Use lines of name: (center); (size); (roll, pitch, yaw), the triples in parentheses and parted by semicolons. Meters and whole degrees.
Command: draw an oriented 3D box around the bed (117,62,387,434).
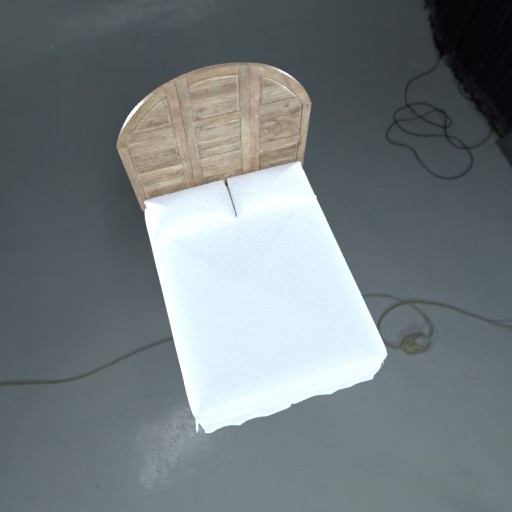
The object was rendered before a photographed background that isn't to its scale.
bed: (0.000, 0.000, 3.529); (1.713, 2.002, 2.112); (-16, 63, -8)
